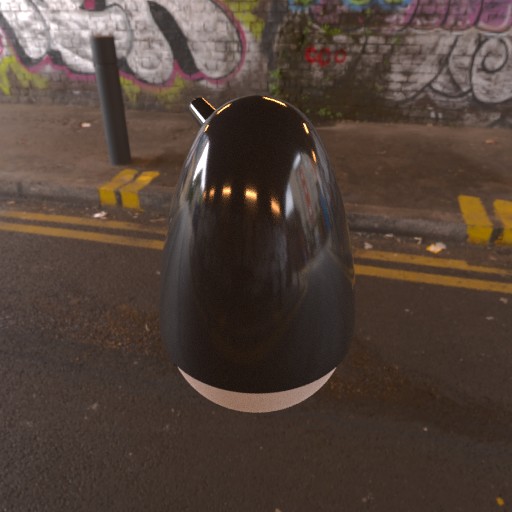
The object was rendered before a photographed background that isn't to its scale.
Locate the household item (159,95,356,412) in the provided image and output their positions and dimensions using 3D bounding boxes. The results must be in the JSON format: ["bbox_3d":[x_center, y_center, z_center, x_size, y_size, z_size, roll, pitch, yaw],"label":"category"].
[{"bbox_3d":[0.000,0.000,0.219,0.102,0.152,0.104,-20,35,-31],"label":"household item"}]
